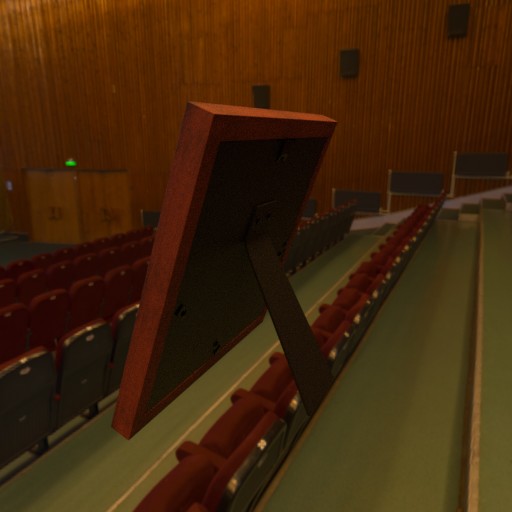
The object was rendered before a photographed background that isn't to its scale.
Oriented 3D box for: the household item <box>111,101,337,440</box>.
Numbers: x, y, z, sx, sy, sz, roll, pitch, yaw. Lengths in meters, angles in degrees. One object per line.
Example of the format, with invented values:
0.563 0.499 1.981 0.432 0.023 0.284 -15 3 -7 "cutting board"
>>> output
0.000 0.000 0.385 0.131 0.240 0.240 7 17 25 "household item"
